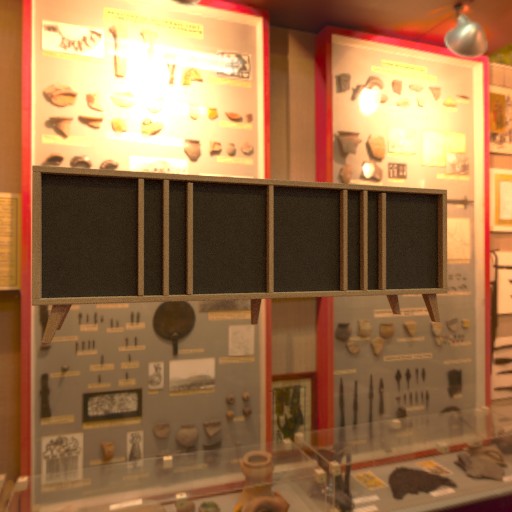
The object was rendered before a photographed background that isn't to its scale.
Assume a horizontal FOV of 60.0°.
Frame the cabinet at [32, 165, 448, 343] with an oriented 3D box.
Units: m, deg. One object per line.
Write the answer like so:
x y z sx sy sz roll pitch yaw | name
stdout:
0.000 0.000 2.492 2.198 0.779 0.499 0 0 -18 | cabinet
